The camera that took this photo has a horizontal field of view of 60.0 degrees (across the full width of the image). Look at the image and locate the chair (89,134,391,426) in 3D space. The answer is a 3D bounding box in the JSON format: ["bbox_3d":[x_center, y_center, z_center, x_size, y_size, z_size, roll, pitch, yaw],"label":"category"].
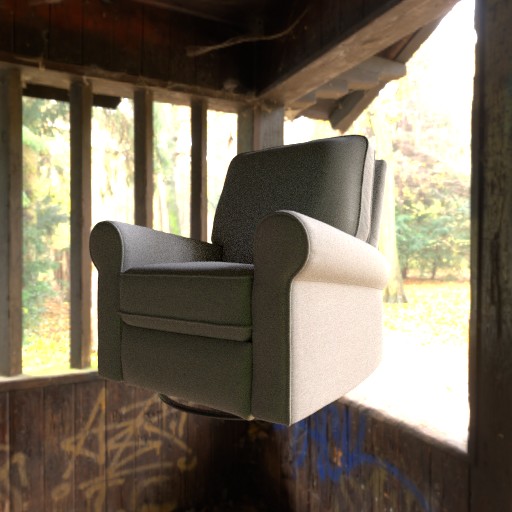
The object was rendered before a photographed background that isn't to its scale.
[{"bbox_3d":[0.000,0.000,1.658,0.890,0.960,0.878,0,1,35],"label":"chair"}]
